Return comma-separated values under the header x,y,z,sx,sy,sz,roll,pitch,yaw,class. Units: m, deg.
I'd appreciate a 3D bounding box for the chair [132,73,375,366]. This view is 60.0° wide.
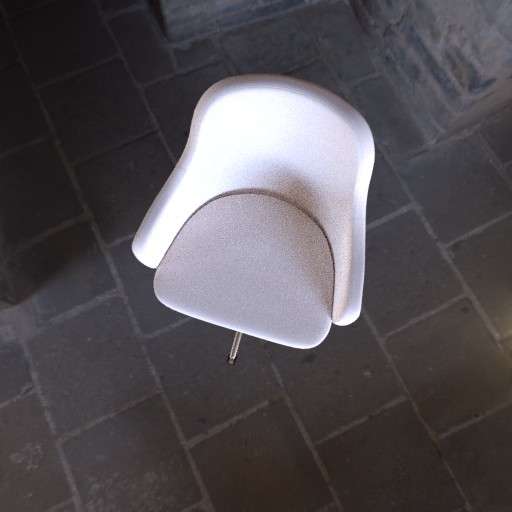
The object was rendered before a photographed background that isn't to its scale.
x,y,z,sx,sy,sz,roll,pitch,yaw,class
0.000,0.000,1.301,0.602,0.819,0.647,17,77,4,chair
